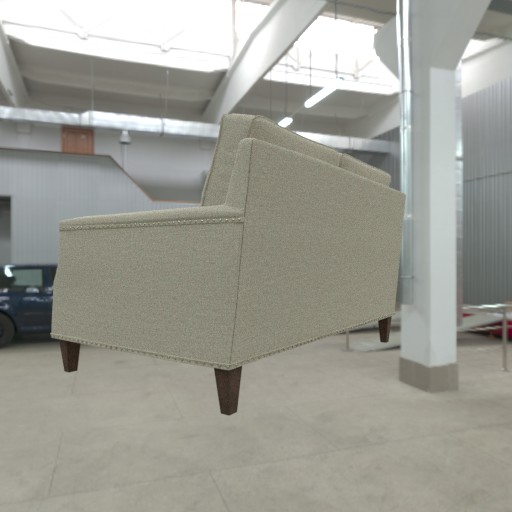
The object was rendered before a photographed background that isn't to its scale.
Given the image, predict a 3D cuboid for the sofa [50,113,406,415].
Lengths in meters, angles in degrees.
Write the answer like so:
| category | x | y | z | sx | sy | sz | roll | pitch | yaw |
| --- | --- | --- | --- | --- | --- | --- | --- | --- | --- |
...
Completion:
| category | x | y | z | sx | sy | sz | roll | pitch | yaw |
| --- | --- | --- | --- | --- | --- | --- | --- | --- | --- |
| sofa | 0.000 | 0.000 | 2.243 | 1.084 | 1.003 | 1.597 | 0 | 0 | 36 |
